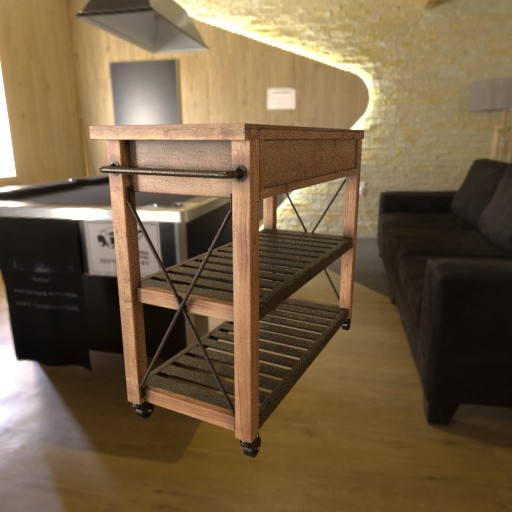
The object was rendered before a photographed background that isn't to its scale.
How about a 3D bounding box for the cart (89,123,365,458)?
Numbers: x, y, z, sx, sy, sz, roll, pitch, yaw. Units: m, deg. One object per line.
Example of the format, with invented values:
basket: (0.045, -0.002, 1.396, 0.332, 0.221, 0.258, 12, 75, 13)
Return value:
cart: (0.000, 0.000, 1.001, 0.298, 0.554, 0.686, 8, 17, 26)
